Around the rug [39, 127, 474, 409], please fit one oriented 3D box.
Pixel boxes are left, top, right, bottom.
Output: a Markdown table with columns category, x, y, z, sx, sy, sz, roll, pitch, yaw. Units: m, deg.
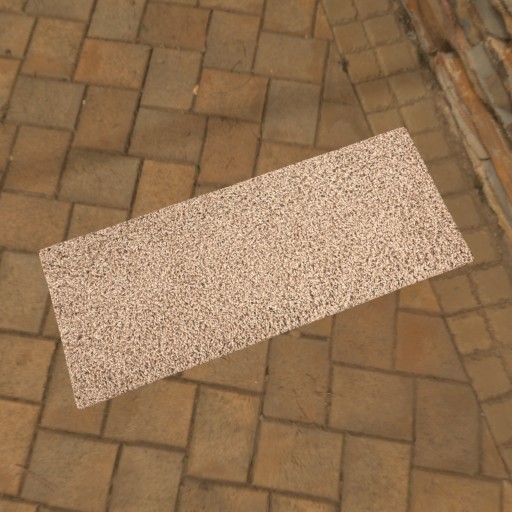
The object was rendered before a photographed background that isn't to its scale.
| category | x | y | z | sx | sy | sz | roll | pitch | yaw |
| --- | --- | --- | --- | --- | --- | --- | --- | --- | --- |
| rug | 0.000 | 0.000 | 1.669 | 1.524 | 0.030 | 0.609 | -20 | 75 | -5 |
